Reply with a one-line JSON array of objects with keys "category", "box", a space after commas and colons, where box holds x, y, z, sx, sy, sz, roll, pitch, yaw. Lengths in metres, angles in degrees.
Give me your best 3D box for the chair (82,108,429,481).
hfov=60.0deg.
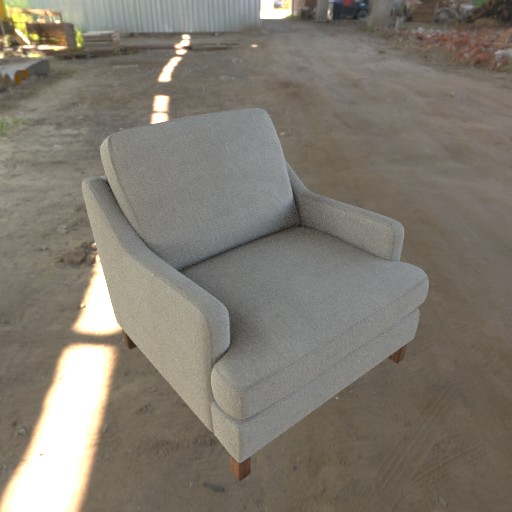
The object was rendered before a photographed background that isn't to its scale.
[{"category": "chair", "box": [0.000, 0.000, 1.520, 0.826, 0.821, 0.892, -22, 37, -33]}]
